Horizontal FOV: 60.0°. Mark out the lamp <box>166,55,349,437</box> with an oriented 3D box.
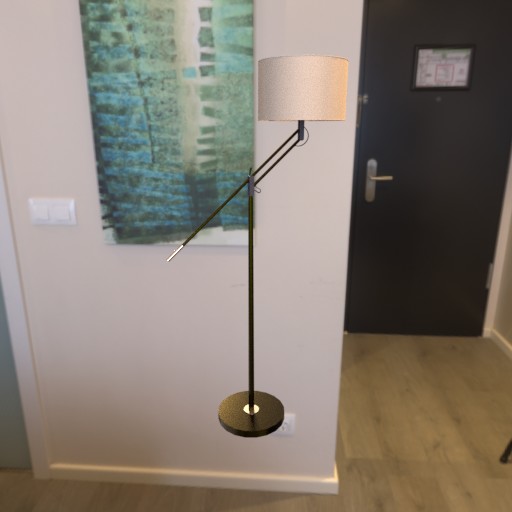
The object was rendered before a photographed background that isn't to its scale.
[{"bbox_3d":[0.000,0.000,1.974,0.809,1.635,0.373,-8,18,-25],"label":"lamp"}]
